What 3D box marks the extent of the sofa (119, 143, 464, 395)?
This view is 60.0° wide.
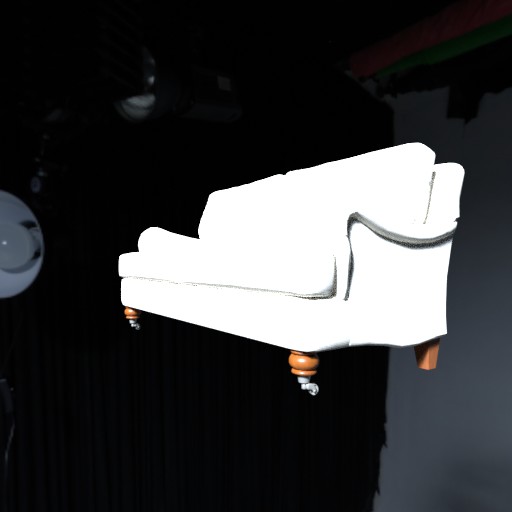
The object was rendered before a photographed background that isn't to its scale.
[{"bbox_3d":[0.000,0.000,2.746,1.086,1.087,2.159,0,0,-35],"label":"sofa"}]
